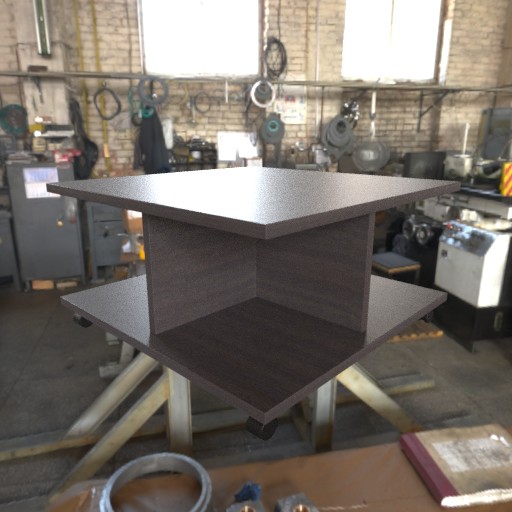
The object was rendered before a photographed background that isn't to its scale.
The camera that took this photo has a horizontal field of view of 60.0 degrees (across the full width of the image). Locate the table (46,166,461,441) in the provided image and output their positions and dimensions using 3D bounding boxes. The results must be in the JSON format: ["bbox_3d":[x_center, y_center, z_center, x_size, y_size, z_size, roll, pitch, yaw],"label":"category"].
[{"bbox_3d":[0.000,0.000,1.201,0.762,0.396,0.762,14,21,41],"label":"table"}]
